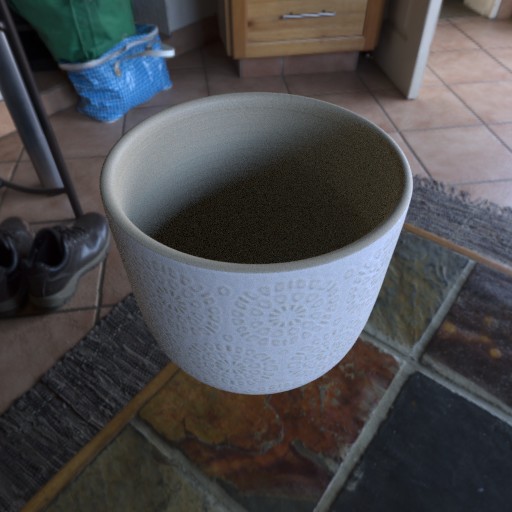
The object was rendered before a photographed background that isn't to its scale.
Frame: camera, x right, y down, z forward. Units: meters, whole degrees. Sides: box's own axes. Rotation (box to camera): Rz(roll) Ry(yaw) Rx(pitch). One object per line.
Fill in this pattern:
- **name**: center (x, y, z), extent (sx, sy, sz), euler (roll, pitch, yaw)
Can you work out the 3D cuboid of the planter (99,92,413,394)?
- **planter**: center (0.000, 0.000, 0.300), extent (0.170, 0.152, 0.170), euler (0, 45, 0)
